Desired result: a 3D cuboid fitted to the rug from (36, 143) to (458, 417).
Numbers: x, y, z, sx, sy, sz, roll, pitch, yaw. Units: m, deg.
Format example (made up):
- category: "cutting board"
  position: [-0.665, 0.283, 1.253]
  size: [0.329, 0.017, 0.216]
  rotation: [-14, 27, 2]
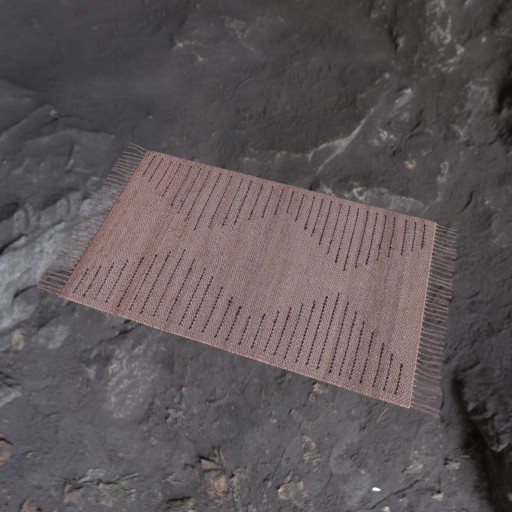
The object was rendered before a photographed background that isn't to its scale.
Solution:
- category: "rug"
  position: [0.000, 0.000, 1.983]
  size: [1.718, 0.017, 0.905]
  rotation: [16, 61, 9]
